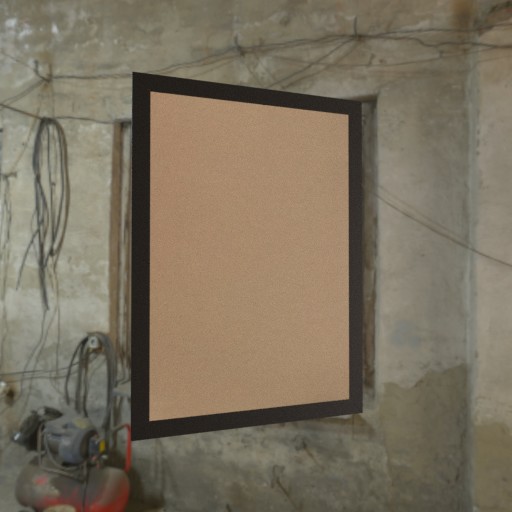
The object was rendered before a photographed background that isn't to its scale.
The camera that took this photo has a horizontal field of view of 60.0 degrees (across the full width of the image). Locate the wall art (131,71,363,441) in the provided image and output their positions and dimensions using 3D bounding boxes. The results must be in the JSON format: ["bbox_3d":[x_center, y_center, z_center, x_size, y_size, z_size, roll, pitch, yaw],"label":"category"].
[{"bbox_3d":[0.000,0.000,0.699,0.379,0.530,0.008,0,-1,-18],"label":"wall art"}]
